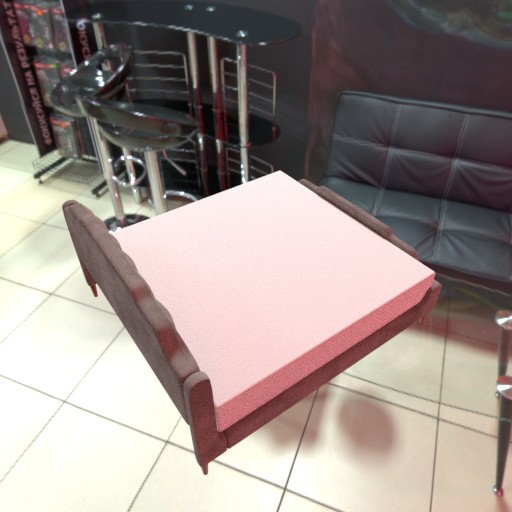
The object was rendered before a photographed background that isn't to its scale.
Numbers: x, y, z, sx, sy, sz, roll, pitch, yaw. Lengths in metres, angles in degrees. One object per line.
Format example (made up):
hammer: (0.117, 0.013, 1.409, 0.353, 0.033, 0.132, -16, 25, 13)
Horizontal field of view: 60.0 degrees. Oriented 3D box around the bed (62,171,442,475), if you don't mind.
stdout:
bed: (0.000, 0.000, 3.640, 2.340, 1.245, 2.074, -25, 46, -26)
